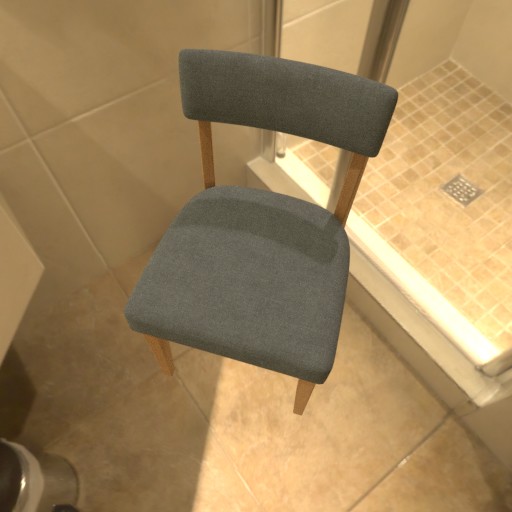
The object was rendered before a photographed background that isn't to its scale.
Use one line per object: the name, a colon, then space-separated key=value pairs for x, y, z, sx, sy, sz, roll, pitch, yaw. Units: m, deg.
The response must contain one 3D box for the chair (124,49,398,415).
chair: x=0.000 y=0.000 z=1.182 sx=0.508 sy=0.832 sz=0.572 roll=14 pitch=60 yaw=8
